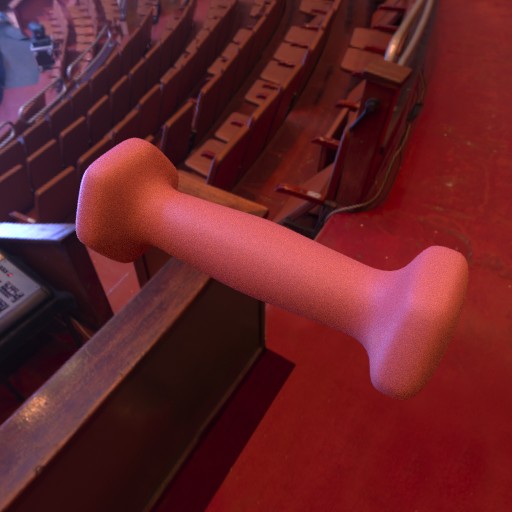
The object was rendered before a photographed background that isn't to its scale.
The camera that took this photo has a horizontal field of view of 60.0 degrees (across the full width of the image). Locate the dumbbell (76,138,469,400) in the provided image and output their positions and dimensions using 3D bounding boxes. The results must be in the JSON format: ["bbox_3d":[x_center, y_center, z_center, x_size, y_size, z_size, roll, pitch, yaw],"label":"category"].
[{"bbox_3d":[0.000,0.000,0.143,0.123,0.043,0.047,23,51,20],"label":"dumbbell"}]
